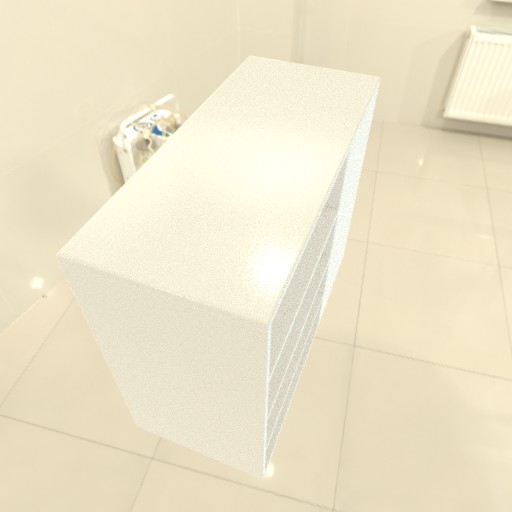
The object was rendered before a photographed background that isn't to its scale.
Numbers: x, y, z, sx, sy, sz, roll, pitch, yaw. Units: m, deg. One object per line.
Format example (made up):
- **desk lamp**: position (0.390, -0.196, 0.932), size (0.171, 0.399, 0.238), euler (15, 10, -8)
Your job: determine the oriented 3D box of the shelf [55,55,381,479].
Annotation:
- **shelf**: position (0.000, 0.000, 1.269), size (0.396, 0.732, 0.895), euler (16, 49, 15)
